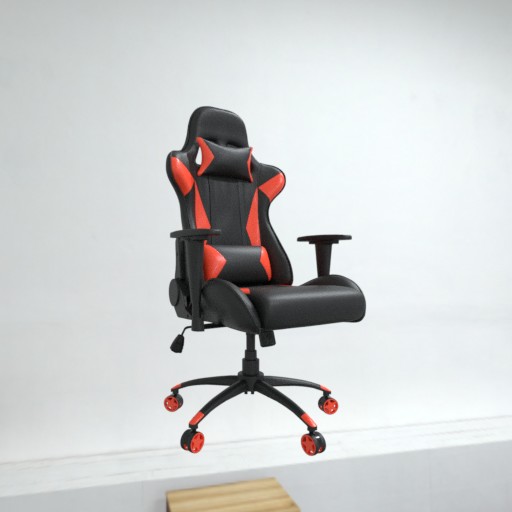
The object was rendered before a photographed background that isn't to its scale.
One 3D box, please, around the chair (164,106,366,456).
[{"bbox_3d":[0.000,0.000,1.698,0.695,1.282,0.730,0,0,-36],"label":"chair"}]
